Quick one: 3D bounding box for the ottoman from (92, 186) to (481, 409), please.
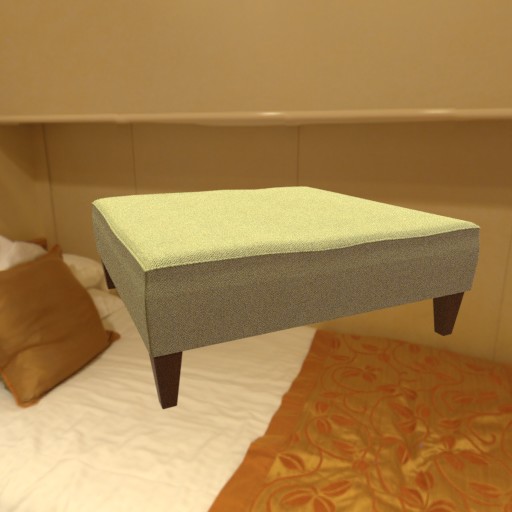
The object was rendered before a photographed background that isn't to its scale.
[{"bbox_3d":[0.000,0.000,1.542,0.968,0.379,1.004,-7,17,-24],"label":"ottoman"}]
